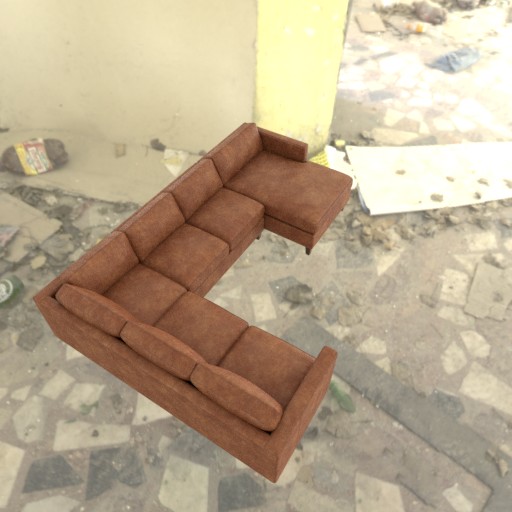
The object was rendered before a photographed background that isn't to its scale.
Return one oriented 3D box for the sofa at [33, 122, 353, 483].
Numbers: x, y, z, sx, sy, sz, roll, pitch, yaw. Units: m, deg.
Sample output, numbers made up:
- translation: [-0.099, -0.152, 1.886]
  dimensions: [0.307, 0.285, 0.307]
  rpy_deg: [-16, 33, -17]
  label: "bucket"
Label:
- translation: [0.000, 0.000, 4.505]
  dimensions: [2.452, 0.888, 3.324]
  rpy_deg: [25, 52, 21]
  label: "sofa"
